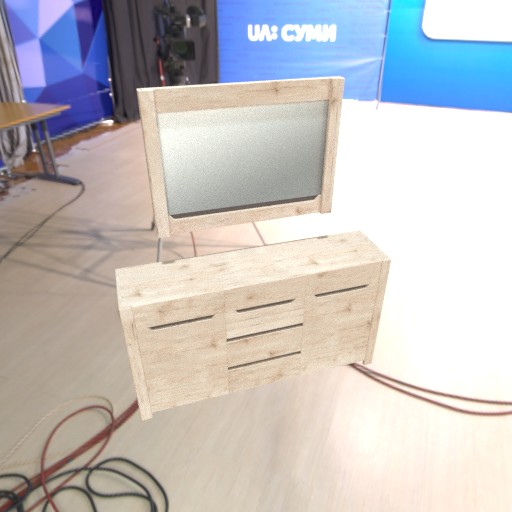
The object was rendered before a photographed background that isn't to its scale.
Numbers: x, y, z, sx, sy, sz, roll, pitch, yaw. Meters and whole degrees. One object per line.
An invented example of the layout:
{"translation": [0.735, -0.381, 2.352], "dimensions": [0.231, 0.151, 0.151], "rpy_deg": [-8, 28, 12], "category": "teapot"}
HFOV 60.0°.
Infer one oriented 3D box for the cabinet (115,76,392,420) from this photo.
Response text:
{"translation": [0.000, 0.000, 2.764], "dimensions": [1.700, 1.981, 0.420], "rpy_deg": [-9, 33, -15], "category": "cabinet"}
